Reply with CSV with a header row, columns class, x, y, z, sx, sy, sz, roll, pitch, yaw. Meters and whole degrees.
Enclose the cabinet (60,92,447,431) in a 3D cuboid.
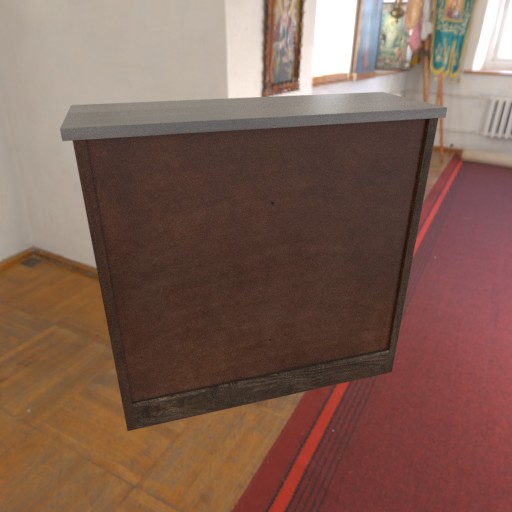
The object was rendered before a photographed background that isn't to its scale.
class,x,y,z,sx,sy,sz,roll,pitch,yaw
cabinet,0.000,0.000,1.417,0.968,0.919,0.338,-8,28,-15
